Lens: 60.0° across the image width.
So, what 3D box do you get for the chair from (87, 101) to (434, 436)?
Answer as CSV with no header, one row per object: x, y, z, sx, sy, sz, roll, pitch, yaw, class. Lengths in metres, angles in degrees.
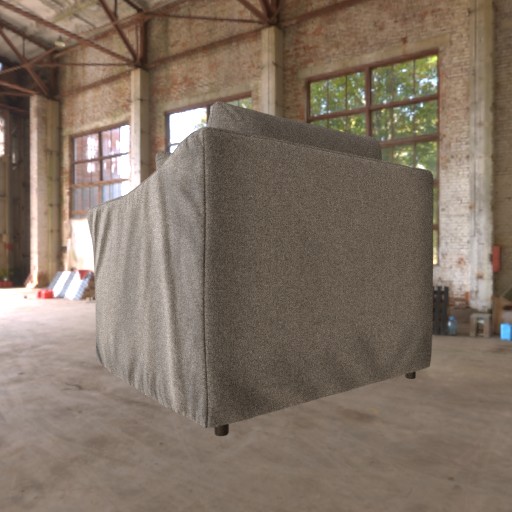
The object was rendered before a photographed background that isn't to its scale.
0.000,0.000,1.996,1.194,1.059,1.071,0,1,-37,chair
